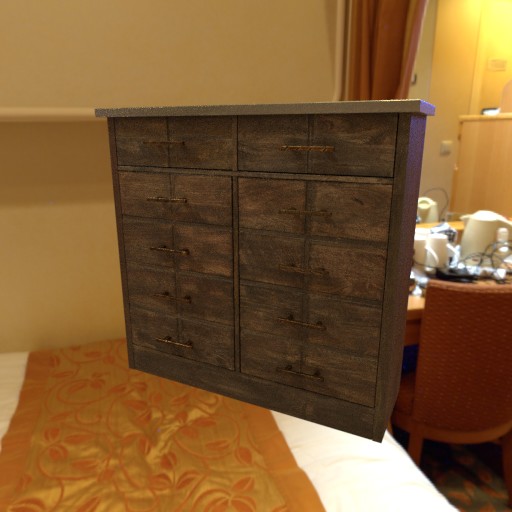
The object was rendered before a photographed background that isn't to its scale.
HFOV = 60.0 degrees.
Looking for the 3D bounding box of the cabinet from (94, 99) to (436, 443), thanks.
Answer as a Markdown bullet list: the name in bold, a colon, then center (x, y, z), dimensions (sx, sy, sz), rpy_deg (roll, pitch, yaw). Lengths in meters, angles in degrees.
- **cabinet**: center (0.000, 0.000, 1.443), dimensions (0.968, 0.919, 0.338), rpy_deg (8, 18, 25)
